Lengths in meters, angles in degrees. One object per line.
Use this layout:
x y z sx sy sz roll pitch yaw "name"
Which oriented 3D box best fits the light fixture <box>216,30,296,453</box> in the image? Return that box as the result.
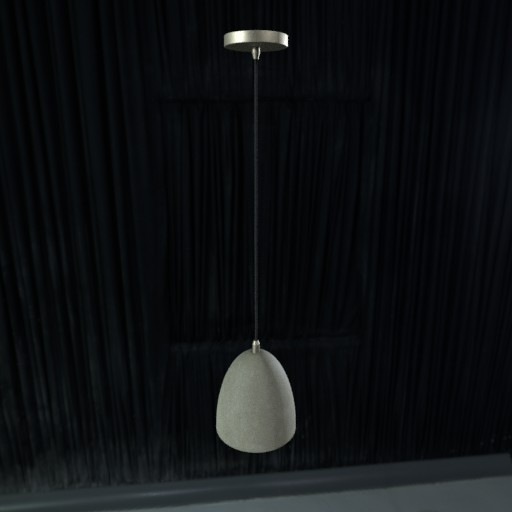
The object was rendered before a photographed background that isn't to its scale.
0.000 0.000 0.843 0.170 0.759 0.170 -3 17 -8 "light fixture"
